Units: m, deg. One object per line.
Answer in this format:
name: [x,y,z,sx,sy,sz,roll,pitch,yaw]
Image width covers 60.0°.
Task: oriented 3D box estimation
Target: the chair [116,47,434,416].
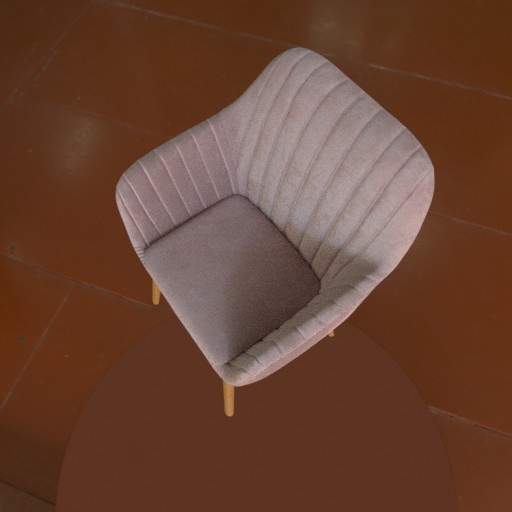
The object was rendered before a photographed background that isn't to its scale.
chair: [0.000,0.000,1.198,0.570,0.832,0.610,-33,68,-15]
